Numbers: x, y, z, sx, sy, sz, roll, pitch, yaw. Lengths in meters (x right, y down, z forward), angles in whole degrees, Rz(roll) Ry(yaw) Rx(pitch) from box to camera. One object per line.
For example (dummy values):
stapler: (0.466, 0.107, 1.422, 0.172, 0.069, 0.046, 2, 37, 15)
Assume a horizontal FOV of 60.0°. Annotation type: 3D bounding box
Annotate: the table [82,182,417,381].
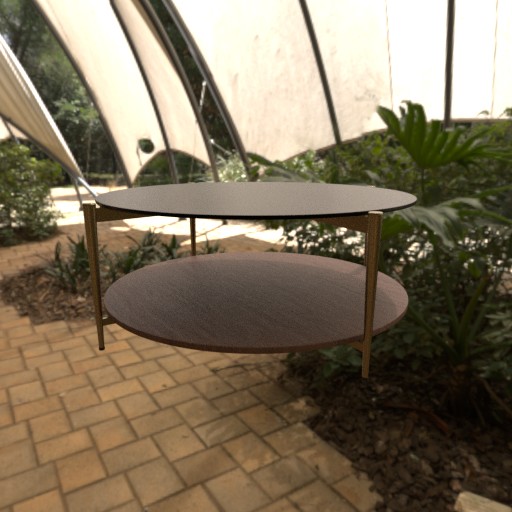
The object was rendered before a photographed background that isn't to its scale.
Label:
table: (0.000, 0.000, 1.416, 0.938, 0.400, 0.938, 7, 15, 28)
